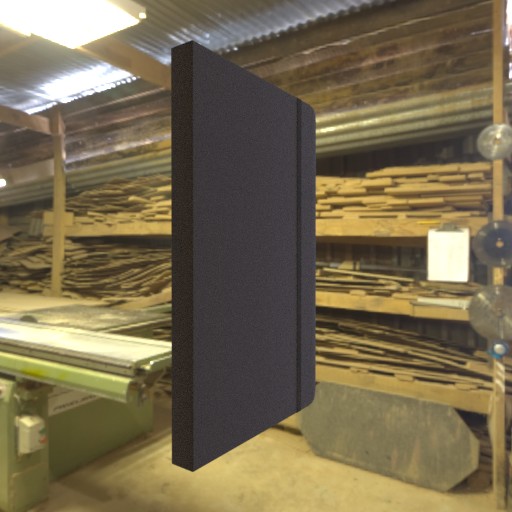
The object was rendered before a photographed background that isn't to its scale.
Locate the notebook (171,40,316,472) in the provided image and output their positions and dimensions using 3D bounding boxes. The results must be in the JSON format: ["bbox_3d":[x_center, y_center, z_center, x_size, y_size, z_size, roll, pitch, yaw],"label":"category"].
[{"bbox_3d":[0.000,0.000,0.273,0.016,0.213,0.127,0,1,36],"label":"notebook"}]
